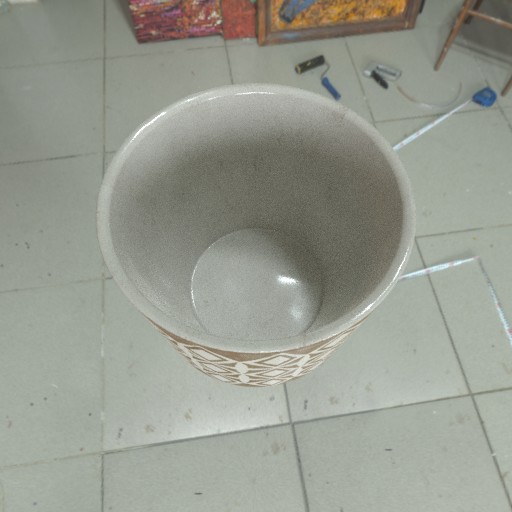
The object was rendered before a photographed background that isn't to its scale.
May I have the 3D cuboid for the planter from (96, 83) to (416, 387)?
[{"bbox_3d":[0.000,0.000,0.461,0.260,0.220,0.260,0,63,0],"label":"planter"}]
